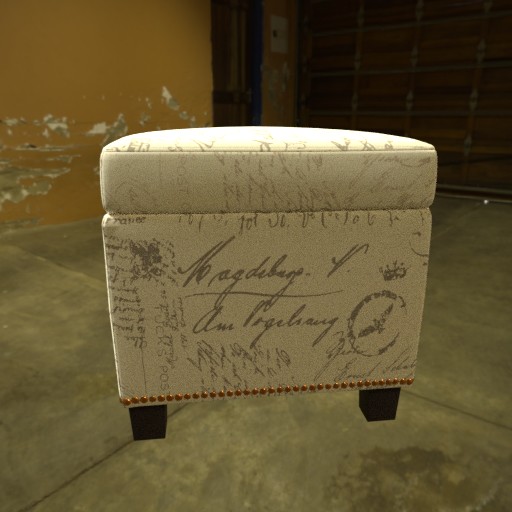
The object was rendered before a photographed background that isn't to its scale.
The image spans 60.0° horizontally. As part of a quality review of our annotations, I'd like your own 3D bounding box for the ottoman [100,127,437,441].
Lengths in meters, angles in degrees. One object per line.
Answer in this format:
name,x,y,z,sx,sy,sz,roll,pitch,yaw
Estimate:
ottoman,0.000,0.000,0.817,0.450,0.457,0.449,-2,17,-7
